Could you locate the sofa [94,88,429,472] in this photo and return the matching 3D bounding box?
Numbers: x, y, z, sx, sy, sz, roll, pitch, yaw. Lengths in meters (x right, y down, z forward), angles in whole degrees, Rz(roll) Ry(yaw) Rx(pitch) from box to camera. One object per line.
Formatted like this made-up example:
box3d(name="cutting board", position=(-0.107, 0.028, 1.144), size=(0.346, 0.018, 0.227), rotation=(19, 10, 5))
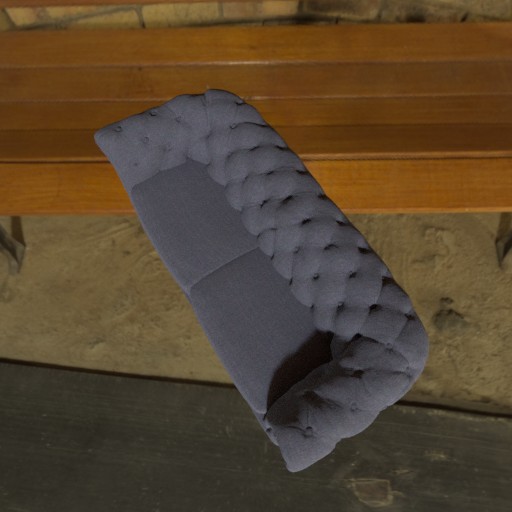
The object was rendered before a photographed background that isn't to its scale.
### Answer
box3d(name="sofa", position=(0.000, 0.000, 2.829), size=(1.046, 0.836, 2.335), rotation=(-29, 68, -13))
